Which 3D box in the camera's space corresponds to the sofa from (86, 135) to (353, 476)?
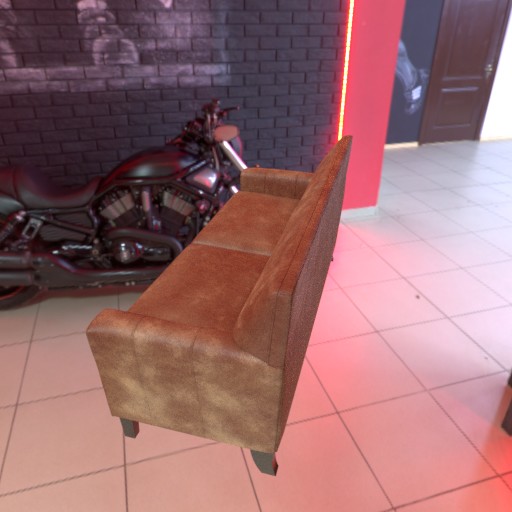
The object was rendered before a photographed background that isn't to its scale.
[{"bbox_3d":[0.000,0.000,2.482,0.805,0.947,2.053,8,30,14],"label":"sofa"}]
